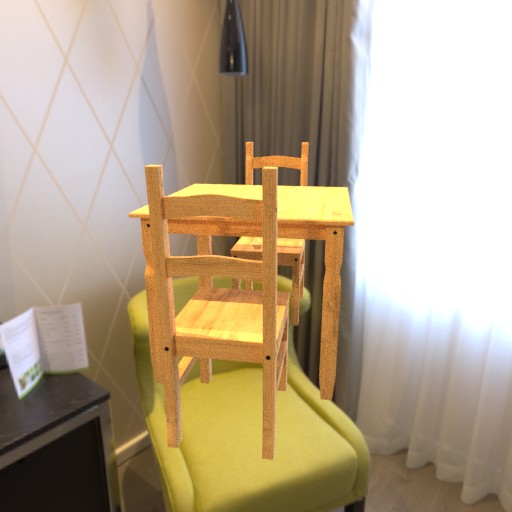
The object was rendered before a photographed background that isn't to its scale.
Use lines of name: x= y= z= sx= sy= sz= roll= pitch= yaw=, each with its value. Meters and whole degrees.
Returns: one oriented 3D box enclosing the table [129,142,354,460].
table: x=0.000 y=0.000 z=2.025 sx=0.813 sy=0.942 sz=1.501 roll=3 pitch=17 yaw=9
